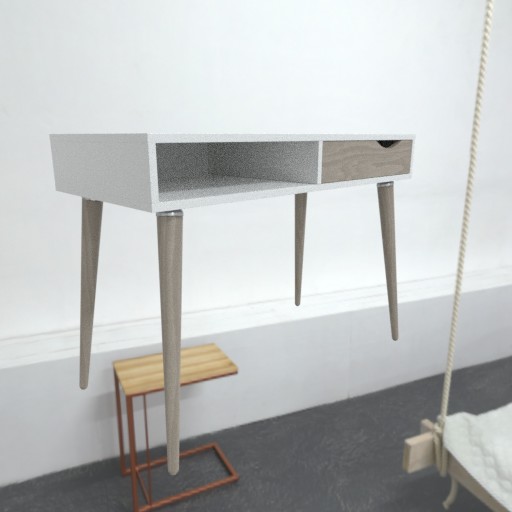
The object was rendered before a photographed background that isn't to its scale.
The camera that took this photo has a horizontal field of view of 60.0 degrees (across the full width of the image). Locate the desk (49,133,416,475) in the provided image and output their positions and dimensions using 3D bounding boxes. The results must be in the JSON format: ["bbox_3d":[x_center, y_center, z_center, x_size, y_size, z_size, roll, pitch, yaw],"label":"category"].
[{"bbox_3d":[0.000,0.000,1.363,0.979,0.723,0.491,-14,21,-42],"label":"desk"}]
